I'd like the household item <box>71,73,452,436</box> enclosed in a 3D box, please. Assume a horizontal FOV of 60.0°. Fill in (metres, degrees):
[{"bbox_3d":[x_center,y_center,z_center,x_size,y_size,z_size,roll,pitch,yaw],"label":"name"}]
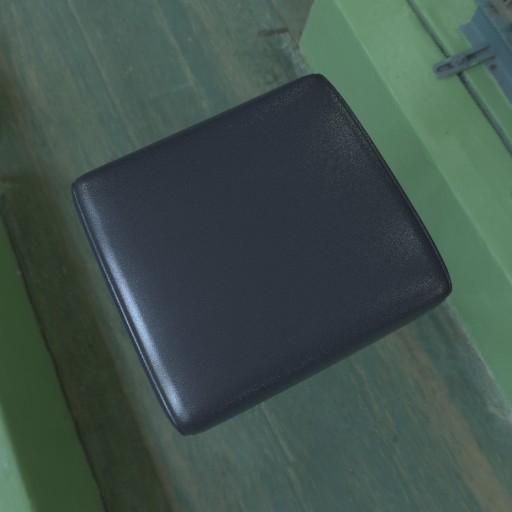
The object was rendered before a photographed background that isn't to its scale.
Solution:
[{"bbox_3d":[0.000,0.000,0.904,0.530,0.410,0.530,-26,77,-6],"label":"household item"}]
